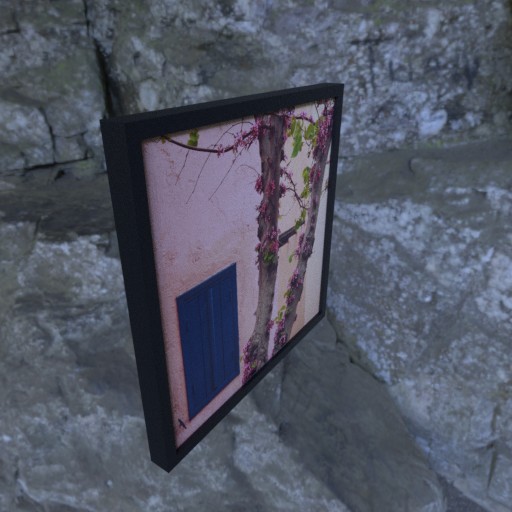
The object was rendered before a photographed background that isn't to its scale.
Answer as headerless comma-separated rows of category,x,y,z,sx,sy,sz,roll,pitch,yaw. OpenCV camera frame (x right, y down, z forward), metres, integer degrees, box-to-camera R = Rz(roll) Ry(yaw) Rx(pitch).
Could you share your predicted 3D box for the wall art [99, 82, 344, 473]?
wall art,0.000,0.000,0.745,0.038,0.508,0.508,17,31,31
